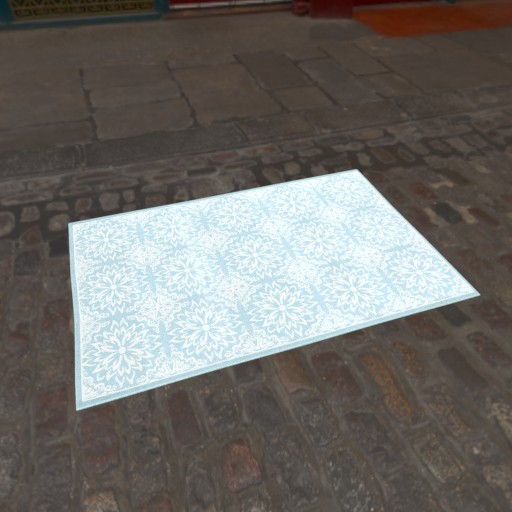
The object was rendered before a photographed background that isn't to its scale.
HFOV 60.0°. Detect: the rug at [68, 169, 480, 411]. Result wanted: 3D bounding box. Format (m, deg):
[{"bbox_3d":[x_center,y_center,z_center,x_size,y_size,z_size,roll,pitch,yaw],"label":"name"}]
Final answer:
[{"bbox_3d":[0.000,0.000,2.314,1.840,0.012,1.219,-13,43,-14],"label":"rug"}]
